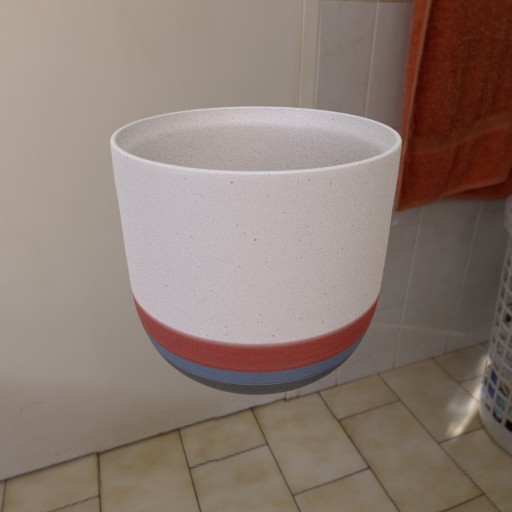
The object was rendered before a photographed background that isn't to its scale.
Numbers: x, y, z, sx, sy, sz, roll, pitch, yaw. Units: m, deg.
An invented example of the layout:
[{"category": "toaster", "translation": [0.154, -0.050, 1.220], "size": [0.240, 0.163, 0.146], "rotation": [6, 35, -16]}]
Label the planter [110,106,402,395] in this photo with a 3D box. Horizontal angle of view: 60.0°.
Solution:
[{"category": "planter", "translation": [0.000, 0.000, 0.483], "size": [0.268, 0.270, 0.268], "rotation": [0, 28, 0]}]
